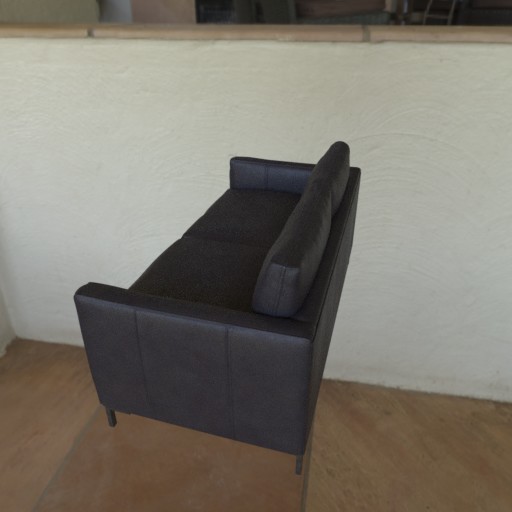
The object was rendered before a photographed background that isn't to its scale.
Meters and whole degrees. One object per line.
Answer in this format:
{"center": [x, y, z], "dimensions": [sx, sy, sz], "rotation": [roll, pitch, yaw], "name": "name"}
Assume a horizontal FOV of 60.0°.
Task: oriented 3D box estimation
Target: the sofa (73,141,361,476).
{"center": [0.000, 0.000, 2.297], "dimensions": [0.947, 0.883, 1.805], "rotation": [7, 30, 12], "name": "sofa"}
